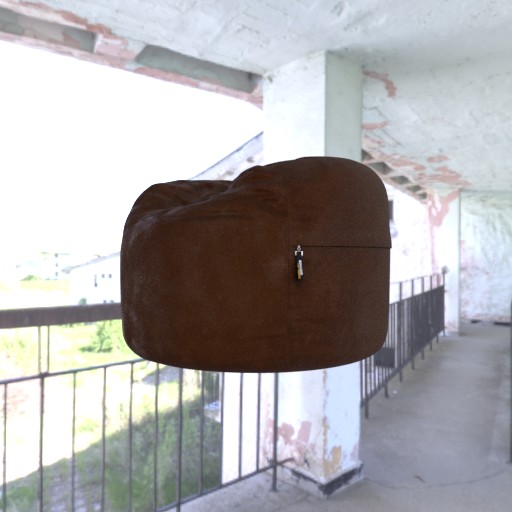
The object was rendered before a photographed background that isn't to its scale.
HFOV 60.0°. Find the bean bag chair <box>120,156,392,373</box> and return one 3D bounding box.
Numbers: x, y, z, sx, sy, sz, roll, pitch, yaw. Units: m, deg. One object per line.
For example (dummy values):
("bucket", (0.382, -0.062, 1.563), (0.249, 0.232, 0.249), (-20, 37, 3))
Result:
("bean bag chair", (0.000, 0.000, 1.559), (0.918, 0.616, 0.918), (0, 0, 0))
